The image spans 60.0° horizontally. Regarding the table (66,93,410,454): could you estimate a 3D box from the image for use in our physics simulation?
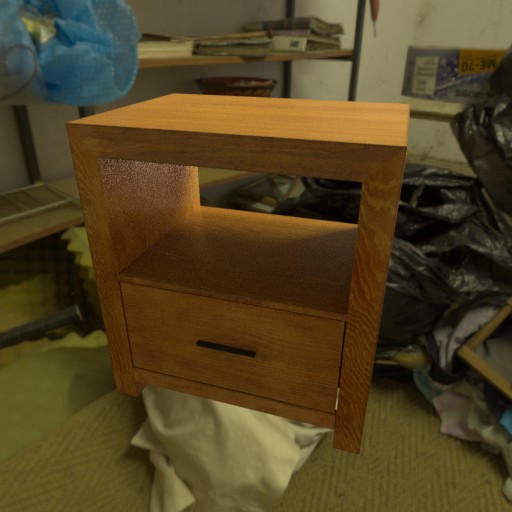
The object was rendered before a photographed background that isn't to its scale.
[{"bbox_3d":[0.000,0.000,0.970,0.550,0.605,0.400,8,28,16],"label":"table"}]
